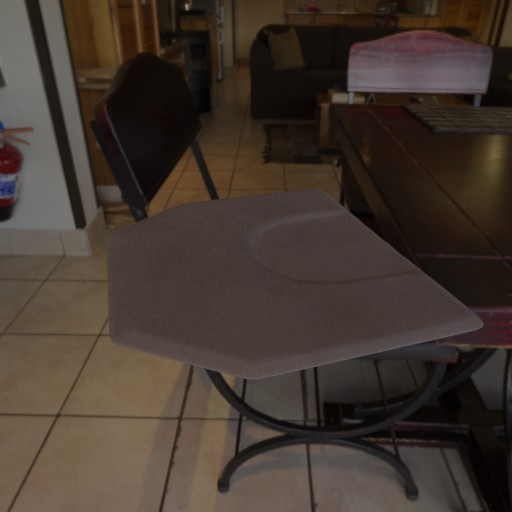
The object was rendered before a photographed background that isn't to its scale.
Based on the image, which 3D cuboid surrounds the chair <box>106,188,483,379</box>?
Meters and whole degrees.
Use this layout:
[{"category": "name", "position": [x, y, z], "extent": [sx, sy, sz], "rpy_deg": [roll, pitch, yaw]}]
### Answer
[{"category": "chair", "position": [0.000, 0.000, 1.892], "extent": [1.219, 0.024, 1.372], "rpy_deg": [-9, 30, -15]}]
